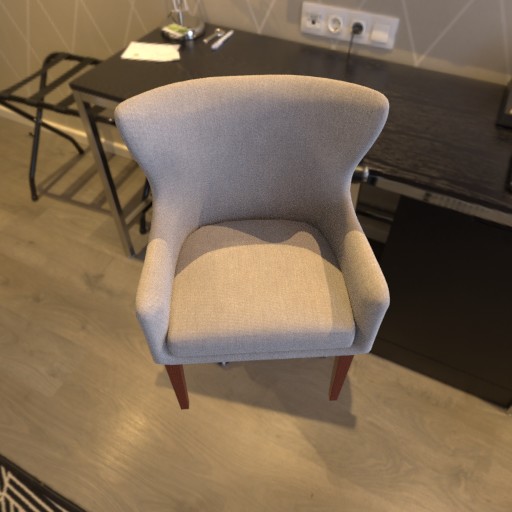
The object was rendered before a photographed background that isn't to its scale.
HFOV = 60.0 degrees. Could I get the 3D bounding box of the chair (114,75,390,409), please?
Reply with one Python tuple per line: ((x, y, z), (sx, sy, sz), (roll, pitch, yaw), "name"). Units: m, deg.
((0.000, 0.000, 1.438), (0.732, 0.948, 0.677), (-3, 48, -2), "chair")
